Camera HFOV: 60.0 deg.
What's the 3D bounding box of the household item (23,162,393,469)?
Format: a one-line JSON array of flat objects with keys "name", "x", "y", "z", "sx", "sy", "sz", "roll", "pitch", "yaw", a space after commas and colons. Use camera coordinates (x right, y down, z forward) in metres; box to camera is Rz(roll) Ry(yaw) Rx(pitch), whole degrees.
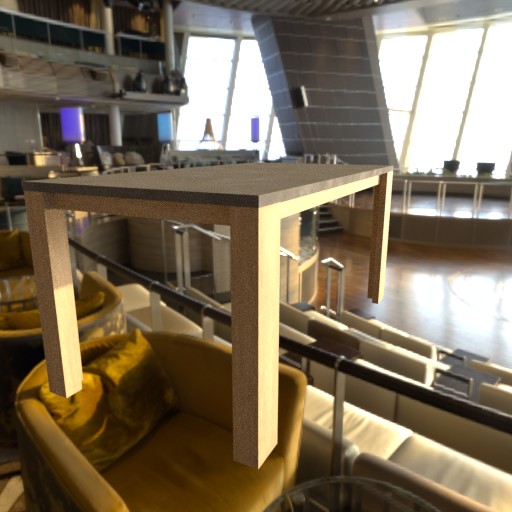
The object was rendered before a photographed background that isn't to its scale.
[{"name": "household item", "x": 0.000, "y": 0.000, "z": 2.008, "sx": 0.850, "sy": 0.755, "sz": 1.600, "roll": 7, "pitch": 16, "yaw": 27}]
